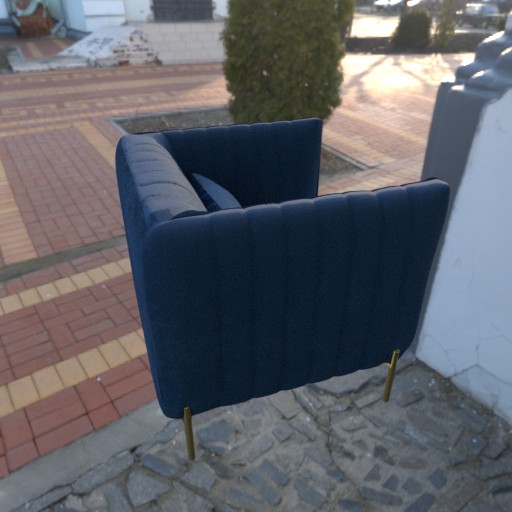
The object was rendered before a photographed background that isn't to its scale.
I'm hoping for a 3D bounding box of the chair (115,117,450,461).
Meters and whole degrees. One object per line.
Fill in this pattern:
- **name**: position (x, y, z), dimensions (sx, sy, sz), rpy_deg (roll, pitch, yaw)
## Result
- **chair**: position (0.000, 0.000, 1.627), dimensions (0.877, 0.793, 0.947), rpy_deg (-10, 32, -16)
